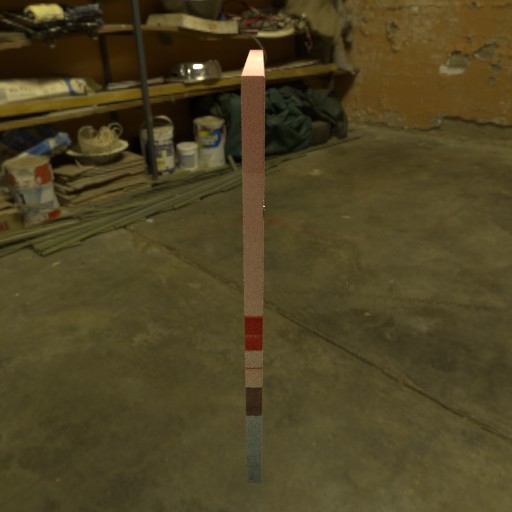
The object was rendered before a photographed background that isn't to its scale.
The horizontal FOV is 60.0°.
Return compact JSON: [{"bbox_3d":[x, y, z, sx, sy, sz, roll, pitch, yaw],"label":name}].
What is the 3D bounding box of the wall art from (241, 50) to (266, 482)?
[{"bbox_3d":[0.000,0.000,1.124,0.038,0.914,0.610,0,28,0],"label":"wall art"}]
